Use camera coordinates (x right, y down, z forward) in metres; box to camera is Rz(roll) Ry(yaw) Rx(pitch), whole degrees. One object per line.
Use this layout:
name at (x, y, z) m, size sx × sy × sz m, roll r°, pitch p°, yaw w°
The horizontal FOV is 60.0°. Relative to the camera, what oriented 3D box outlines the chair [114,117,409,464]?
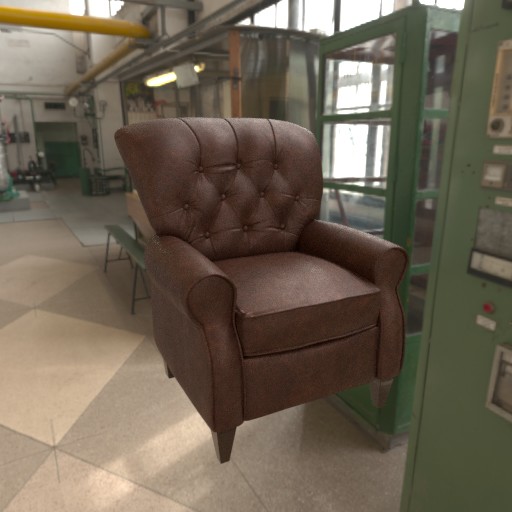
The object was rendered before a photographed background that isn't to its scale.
chair at (0.000, 0.000, 1.909) m, size 0.979 × 1.162 × 1.031 m, roll -8°, pitch 17°, yaw -26°
